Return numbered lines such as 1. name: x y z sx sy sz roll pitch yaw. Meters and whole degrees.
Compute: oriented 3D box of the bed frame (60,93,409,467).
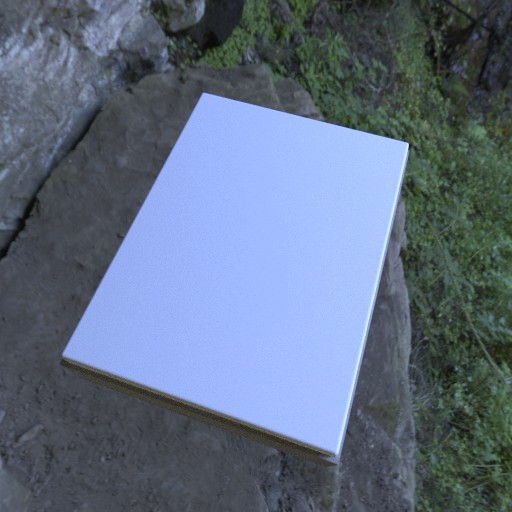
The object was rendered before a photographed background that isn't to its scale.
1. bed frame: 0.000 0.000 2.691 1.448 0.490 1.944 17 64 8
